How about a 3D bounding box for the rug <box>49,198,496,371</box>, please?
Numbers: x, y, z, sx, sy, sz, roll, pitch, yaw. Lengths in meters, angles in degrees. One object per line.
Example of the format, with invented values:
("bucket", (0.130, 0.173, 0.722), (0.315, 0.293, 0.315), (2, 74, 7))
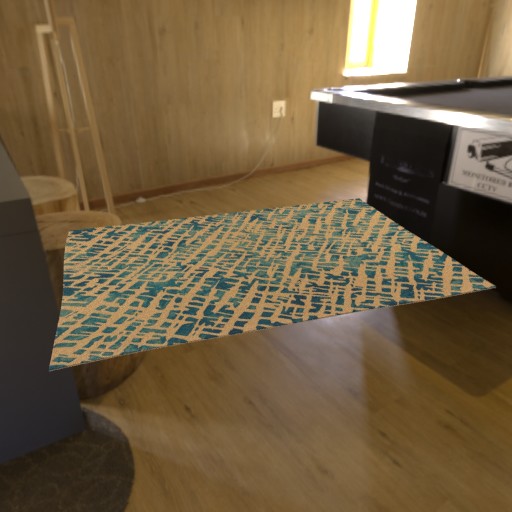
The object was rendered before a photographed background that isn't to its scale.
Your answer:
("rug", (0.000, 0.000, 2.214), (1.830, 0.011, 1.209), (-8, 28, -15))
